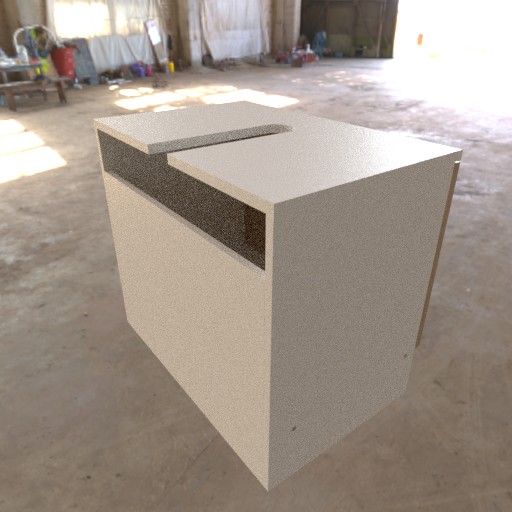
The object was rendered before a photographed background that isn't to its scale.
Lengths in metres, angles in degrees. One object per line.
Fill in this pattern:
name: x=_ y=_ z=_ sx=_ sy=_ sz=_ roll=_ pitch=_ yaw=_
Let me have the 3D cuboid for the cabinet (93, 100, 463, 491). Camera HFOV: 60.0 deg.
cabinet: x=0.000 y=0.000 z=0.944 sx=0.400 sy=0.522 sz=0.600 roll=-20 pitch=34 yaw=-32
